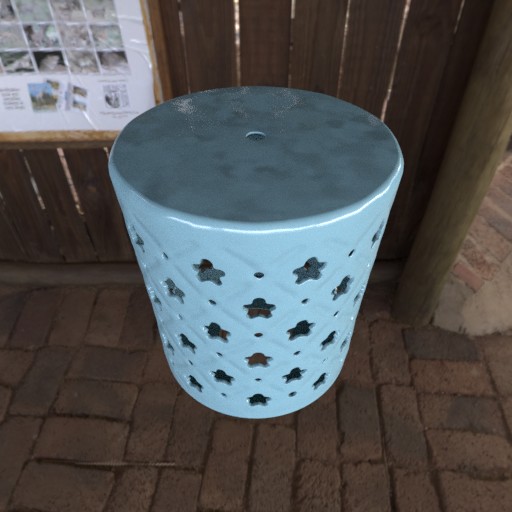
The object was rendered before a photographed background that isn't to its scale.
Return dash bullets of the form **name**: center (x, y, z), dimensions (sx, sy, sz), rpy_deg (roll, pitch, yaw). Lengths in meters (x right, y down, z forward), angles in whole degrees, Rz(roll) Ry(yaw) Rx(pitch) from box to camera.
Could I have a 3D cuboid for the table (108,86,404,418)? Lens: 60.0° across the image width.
- **table**: center (0.000, 0.000, 0.662), dimensions (0.352, 0.387, 0.352), rpy_deg (0, 42, 0)
